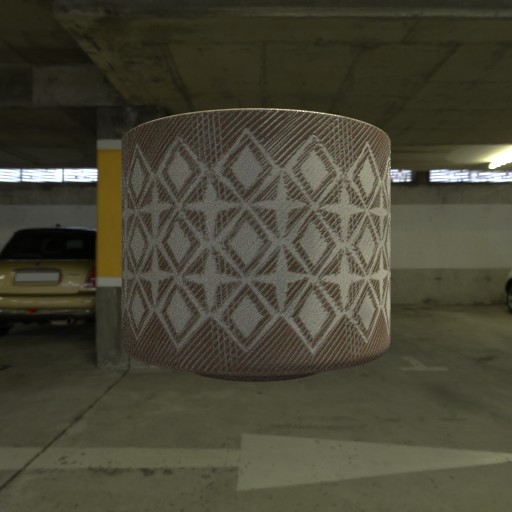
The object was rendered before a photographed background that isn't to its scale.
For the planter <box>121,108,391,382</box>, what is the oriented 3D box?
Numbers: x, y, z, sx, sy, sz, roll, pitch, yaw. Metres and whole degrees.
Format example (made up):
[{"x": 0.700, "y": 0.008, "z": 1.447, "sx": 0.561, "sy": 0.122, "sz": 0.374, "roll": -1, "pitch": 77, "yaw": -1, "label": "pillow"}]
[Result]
[{"x": 0.000, "y": 0.000, "z": 0.218, "sx": 0.126, "sy": 0.104, "sz": 0.126, "roll": 0, "pitch": 0, "yaw": 0, "label": "planter"}]
